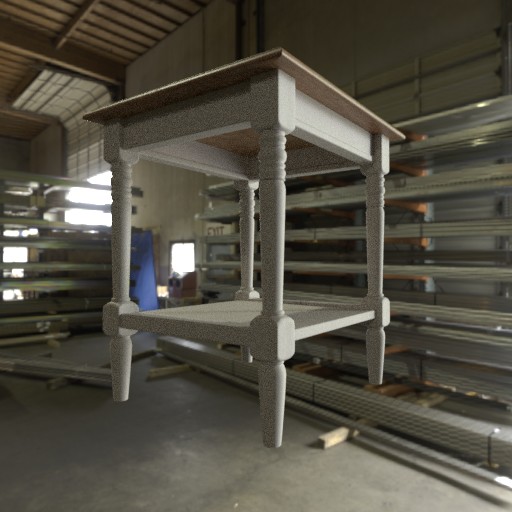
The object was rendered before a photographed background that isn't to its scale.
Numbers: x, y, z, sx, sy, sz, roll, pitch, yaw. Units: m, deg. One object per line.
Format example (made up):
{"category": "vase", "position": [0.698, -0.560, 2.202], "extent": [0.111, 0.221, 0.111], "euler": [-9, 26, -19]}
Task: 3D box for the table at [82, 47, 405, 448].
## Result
{"category": "table", "position": [0.000, 0.000, 0.921], "extent": [0.457, 0.561, 0.508], "euler": [0, -1, 36]}
